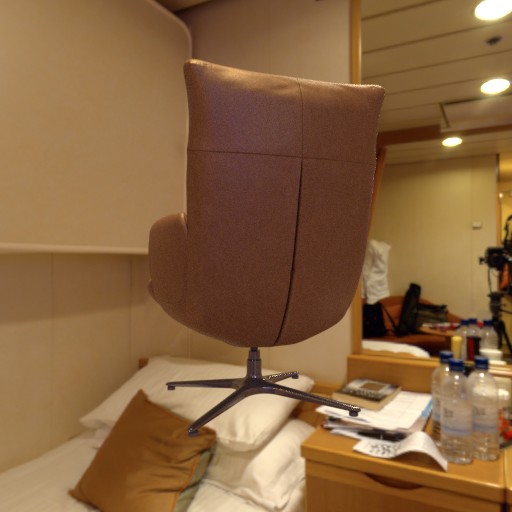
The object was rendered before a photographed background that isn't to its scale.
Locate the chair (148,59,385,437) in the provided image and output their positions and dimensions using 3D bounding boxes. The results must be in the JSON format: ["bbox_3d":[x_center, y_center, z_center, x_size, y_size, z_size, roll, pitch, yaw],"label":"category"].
[{"bbox_3d":[0.000,0.000,1.553,0.711,1.027,0.794,0,-1,-18],"label":"chair"}]
